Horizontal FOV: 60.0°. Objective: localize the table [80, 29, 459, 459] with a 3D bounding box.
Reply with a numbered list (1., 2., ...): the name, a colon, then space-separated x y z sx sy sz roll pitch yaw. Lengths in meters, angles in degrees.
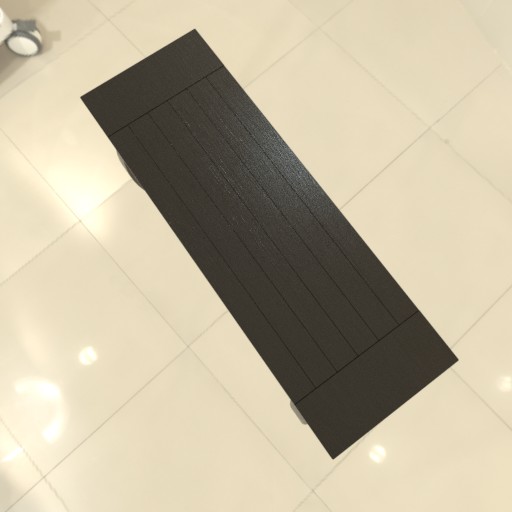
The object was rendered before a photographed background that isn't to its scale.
1. table: 0.000 0.000 1.438 0.373 0.768 1.062 -35 79 -8
